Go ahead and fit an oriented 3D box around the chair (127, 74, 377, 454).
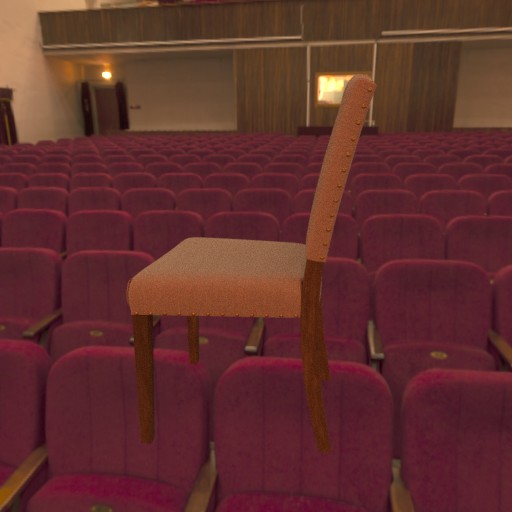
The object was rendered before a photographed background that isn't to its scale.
[{"bbox_3d":[0.000,0.000,1.347,0.620,1.020,0.508,2,15,9],"label":"chair"}]
